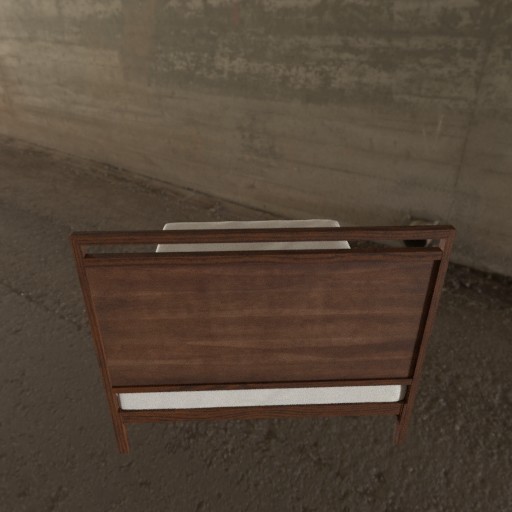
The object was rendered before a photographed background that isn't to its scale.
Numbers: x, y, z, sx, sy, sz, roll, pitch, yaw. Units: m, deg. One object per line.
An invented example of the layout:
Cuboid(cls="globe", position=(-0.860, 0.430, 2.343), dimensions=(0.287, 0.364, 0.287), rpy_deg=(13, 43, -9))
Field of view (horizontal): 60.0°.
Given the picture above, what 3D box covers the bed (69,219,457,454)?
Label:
Cuboid(cls="bed", position=(0.000, 0.000, 3.338), dimensions=(1.765, 1.487, 2.218), rpy_deg=(-1, 29, -2))
